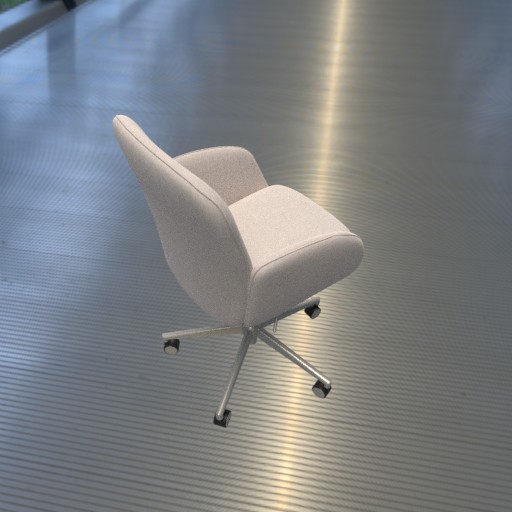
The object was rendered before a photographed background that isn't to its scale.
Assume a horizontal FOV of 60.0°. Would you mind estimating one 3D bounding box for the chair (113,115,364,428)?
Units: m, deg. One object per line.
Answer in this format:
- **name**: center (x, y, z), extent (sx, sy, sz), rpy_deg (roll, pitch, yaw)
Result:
- **chair**: center (0.000, 0.000, 1.401), extent (0.633, 0.959, 0.648), rpy_deg (-26, 48, -26)
